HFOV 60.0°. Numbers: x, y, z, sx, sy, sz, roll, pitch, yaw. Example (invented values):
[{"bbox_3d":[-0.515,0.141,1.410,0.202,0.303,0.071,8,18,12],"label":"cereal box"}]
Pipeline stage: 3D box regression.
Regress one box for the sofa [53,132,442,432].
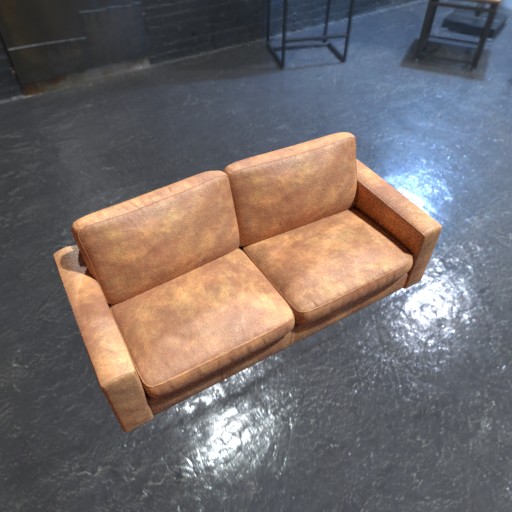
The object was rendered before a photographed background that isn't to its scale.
[{"bbox_3d":[0.000,0.000,2.757,2.179,0.873,1.016,-23,50,-20],"label":"sofa"}]
